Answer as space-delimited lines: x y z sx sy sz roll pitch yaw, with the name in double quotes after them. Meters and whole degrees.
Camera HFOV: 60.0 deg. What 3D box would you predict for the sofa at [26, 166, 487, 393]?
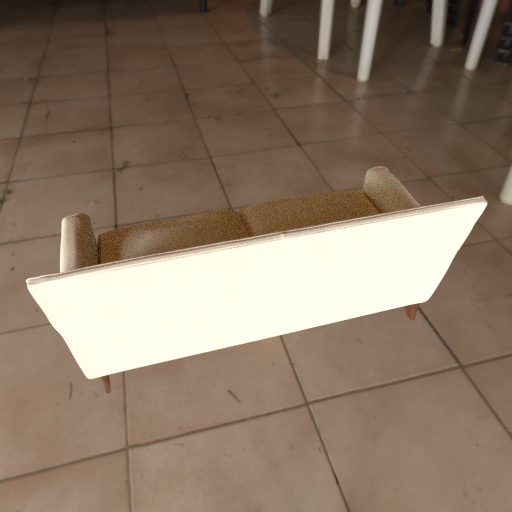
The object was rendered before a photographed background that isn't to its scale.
0.000 0.000 2.420 2.001 0.907 0.841 -11 42 -12 "sofa"
